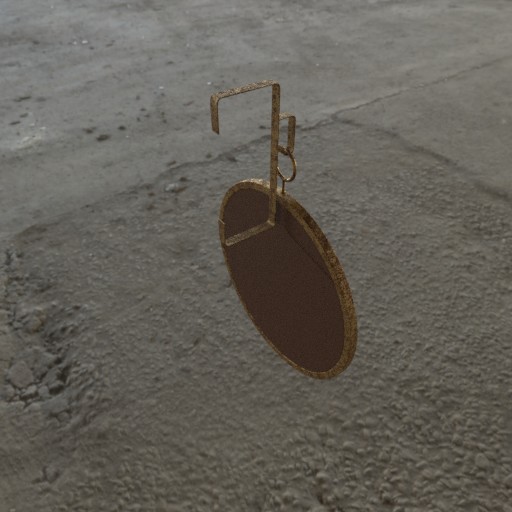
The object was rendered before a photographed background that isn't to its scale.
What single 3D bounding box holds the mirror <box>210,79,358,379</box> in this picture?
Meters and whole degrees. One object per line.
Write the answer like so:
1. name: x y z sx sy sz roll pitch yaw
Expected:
1. mirror: 0.000 0.000 0.850 0.144 0.651 0.447 -25 47 -26
